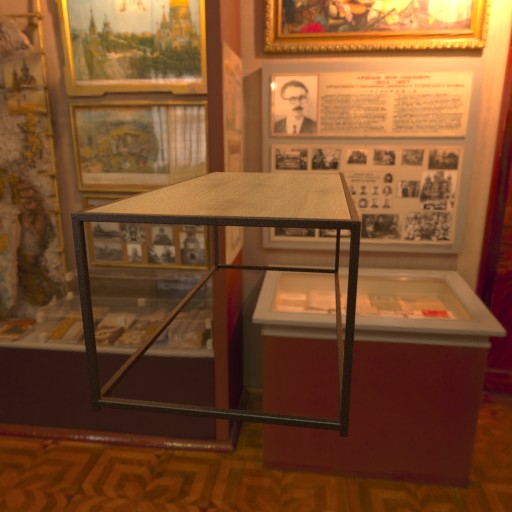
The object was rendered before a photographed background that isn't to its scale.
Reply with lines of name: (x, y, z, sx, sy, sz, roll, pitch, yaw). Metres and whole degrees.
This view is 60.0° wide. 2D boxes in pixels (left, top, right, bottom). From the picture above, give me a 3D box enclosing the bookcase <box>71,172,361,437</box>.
bookcase: (0.000, 0.000, 1.270, 0.500, 0.400, 1.000, 2, 15, 9)
